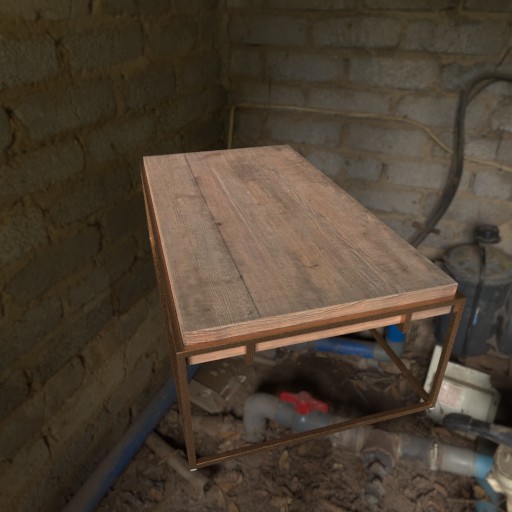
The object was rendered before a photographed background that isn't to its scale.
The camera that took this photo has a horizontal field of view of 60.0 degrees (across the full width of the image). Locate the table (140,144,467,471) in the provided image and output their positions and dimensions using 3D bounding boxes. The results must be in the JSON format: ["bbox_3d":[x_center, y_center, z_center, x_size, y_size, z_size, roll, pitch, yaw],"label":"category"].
[{"bbox_3d":[0.000,0.000,1.767,0.775,0.468,1.387,-8,31,-14],"label":"table"}]
